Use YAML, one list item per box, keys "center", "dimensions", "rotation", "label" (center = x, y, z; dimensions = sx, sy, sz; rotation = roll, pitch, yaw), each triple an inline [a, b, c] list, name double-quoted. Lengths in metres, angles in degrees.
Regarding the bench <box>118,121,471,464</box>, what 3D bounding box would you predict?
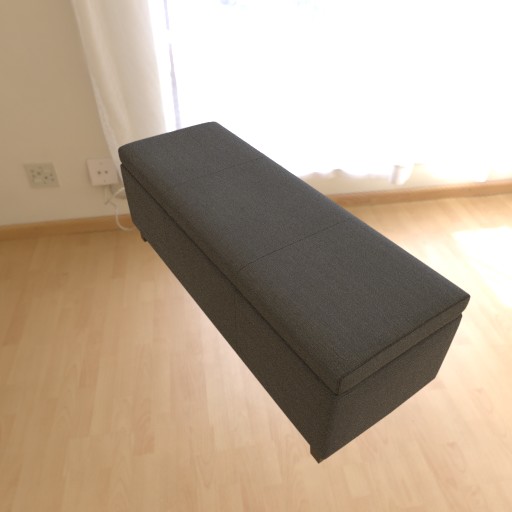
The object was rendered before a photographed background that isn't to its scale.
- center: [0.000, 0.000, 1.509]
  dimensions: [0.446, 0.438, 1.269]
  rotation: [-24, 46, -25]
  label: "bench"
